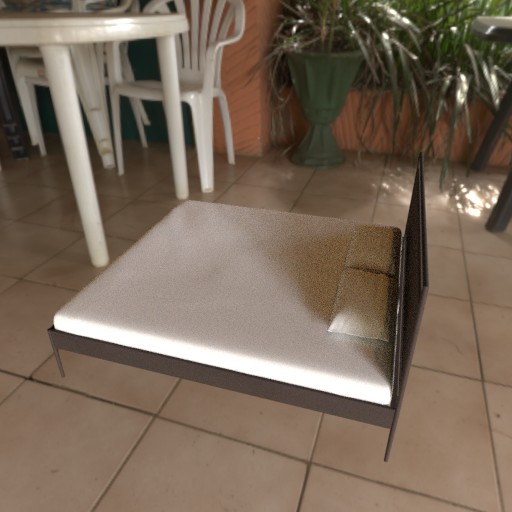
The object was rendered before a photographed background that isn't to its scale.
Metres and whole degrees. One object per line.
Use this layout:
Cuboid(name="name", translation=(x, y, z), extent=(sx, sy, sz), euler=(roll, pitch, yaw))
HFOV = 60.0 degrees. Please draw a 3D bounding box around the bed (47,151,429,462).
Cuboid(name="bed", translation=(0.000, 0.000, 3.254), extent=(2.151, 1.173, 1.993), euler=(9, 31, 15))
